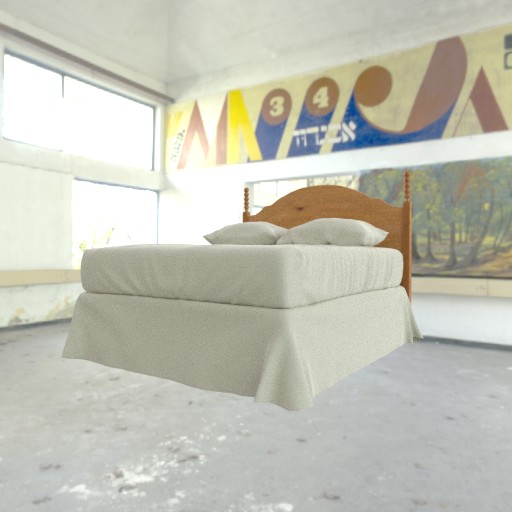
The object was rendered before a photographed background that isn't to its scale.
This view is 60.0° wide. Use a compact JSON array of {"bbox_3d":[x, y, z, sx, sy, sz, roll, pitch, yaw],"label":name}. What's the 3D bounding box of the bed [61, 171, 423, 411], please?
[{"bbox_3d":[0.000,0.000,3.205,1.873,1.356,2.040,0,1,35],"label":"bed"}]
